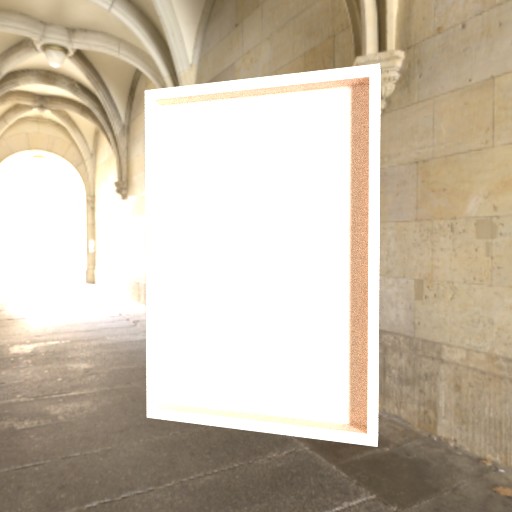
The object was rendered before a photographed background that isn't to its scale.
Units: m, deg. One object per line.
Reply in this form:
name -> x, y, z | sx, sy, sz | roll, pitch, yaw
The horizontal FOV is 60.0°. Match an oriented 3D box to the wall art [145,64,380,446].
wall art -> 0.000, 0.000, 0.783 | 0.418, 0.608, 0.038 | 0, 1, 17
